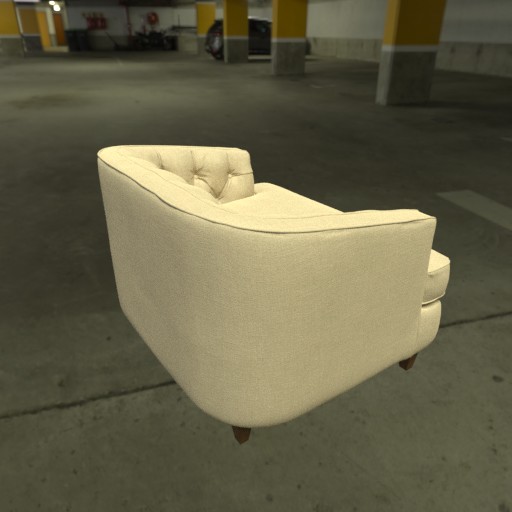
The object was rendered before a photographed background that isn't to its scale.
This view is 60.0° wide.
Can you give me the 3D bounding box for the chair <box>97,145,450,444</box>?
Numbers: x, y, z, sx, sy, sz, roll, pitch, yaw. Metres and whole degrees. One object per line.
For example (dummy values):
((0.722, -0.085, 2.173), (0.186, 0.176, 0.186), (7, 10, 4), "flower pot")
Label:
((0.000, 0.000, 1.702), (0.914, 0.787, 1.118), (-18, 32, -31), "chair")
